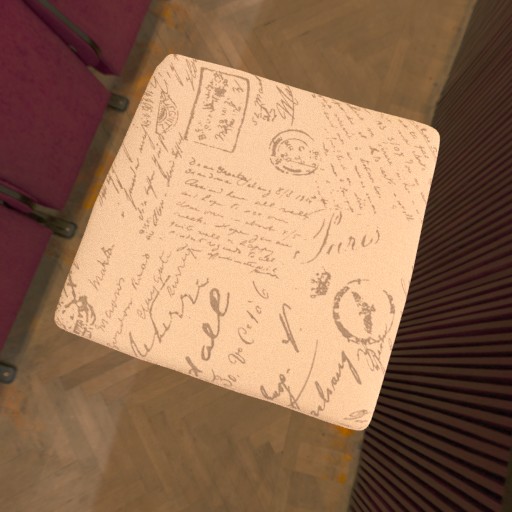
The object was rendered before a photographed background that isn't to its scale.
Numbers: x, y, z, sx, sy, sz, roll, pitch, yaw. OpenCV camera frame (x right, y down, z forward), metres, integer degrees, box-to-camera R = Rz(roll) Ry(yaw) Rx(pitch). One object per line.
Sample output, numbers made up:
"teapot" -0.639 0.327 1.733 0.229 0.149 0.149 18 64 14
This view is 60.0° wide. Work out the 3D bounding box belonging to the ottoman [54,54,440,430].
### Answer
"ottoman" 0.000 0.000 0.810 0.450 0.457 0.449 17 77 4
